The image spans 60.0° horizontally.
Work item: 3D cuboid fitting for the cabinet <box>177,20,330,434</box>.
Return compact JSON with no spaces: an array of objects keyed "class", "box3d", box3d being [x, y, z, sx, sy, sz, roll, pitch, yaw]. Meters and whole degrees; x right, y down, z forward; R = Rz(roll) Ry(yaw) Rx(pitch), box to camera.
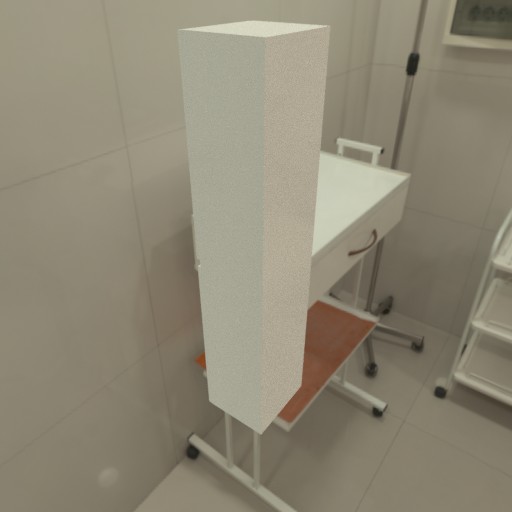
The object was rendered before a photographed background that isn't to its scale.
[{"class":"cabinet","box3d":[0.000,0.000,1.521,0.270,1.400,0.300,22,39,30]}]
